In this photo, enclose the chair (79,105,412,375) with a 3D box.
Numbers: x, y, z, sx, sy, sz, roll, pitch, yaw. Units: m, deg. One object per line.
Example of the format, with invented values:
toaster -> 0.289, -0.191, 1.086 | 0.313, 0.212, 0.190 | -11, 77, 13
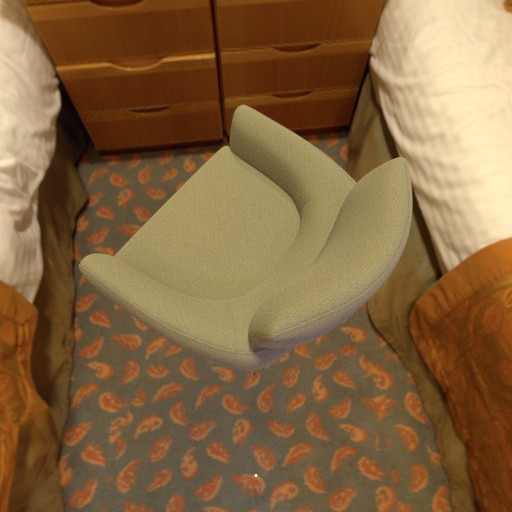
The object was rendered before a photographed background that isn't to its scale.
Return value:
chair -> 0.000, 0.000, 1.376 | 0.730, 0.810, 0.760 | 34, 68, 15
